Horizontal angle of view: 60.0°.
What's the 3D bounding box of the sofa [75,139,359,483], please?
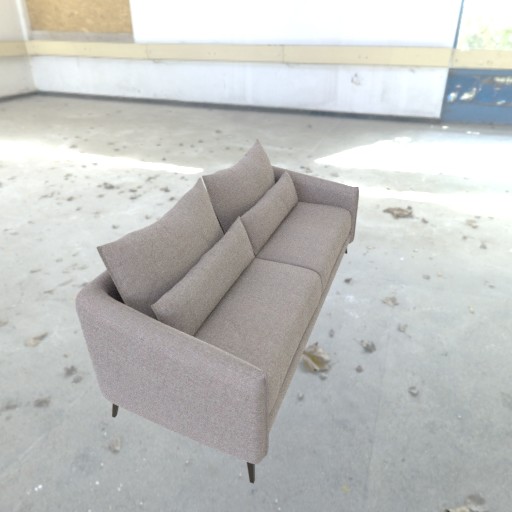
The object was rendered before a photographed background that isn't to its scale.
[{"bbox_3d":[0.000,0.000,2.428,0.809,0.833,2.022,10,30,18],"label":"sofa"}]
